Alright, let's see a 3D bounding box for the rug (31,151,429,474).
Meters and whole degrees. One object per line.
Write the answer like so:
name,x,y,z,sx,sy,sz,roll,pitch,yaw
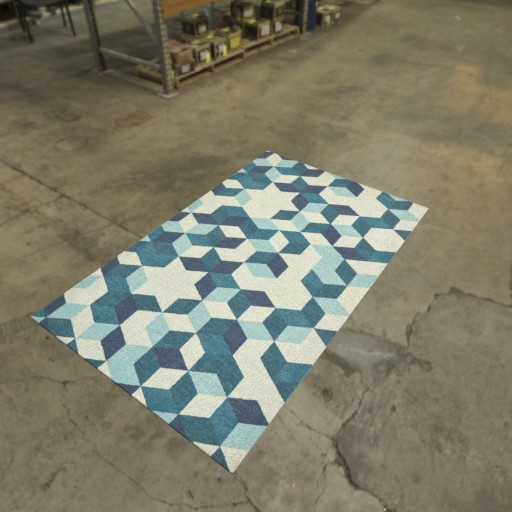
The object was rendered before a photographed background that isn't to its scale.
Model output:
rug,0.000,0.000,3.015,1.518,0.015,2.438,26,48,26
